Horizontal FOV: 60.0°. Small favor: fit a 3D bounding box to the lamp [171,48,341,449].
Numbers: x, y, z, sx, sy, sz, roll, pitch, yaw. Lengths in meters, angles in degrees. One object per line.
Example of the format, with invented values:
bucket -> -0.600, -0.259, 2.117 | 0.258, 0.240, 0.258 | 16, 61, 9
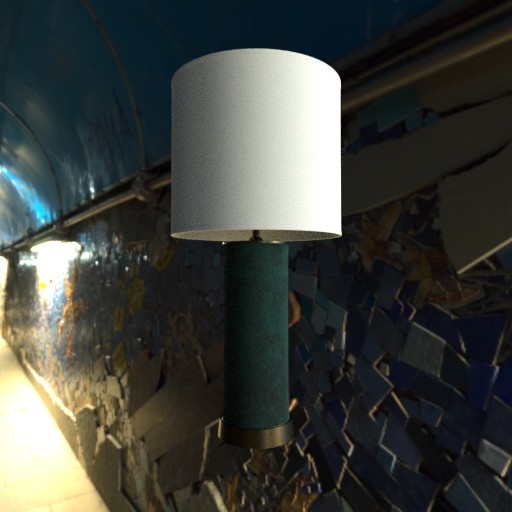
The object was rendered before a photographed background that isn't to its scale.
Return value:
lamp -> 0.000, 0.000, 0.794 | 0.301, 0.630, 0.301 | 0, -2, -18
